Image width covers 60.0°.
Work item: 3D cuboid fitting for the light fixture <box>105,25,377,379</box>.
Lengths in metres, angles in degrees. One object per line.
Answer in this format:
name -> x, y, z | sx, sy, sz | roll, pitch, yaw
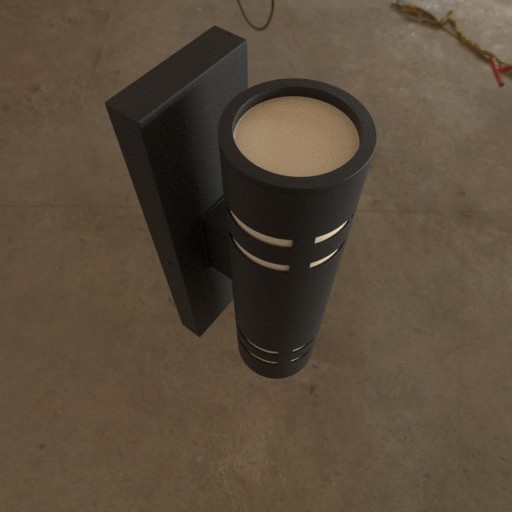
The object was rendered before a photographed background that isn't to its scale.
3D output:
light fixture -> 0.000, 0.000, 0.402 | 0.149, 0.330, 0.105 | 33, 63, 19
